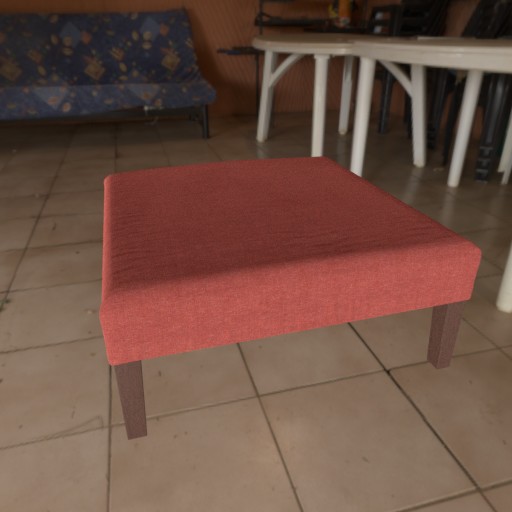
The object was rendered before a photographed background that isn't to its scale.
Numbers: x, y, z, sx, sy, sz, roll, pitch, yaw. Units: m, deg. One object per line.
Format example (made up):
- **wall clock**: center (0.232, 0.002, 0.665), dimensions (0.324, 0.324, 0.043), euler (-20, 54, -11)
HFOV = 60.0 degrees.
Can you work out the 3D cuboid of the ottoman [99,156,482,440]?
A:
- **ottoman**: center (0.000, 0.000, 1.406), dimensions (0.890, 0.411, 0.889), euler (-8, 28, -15)
